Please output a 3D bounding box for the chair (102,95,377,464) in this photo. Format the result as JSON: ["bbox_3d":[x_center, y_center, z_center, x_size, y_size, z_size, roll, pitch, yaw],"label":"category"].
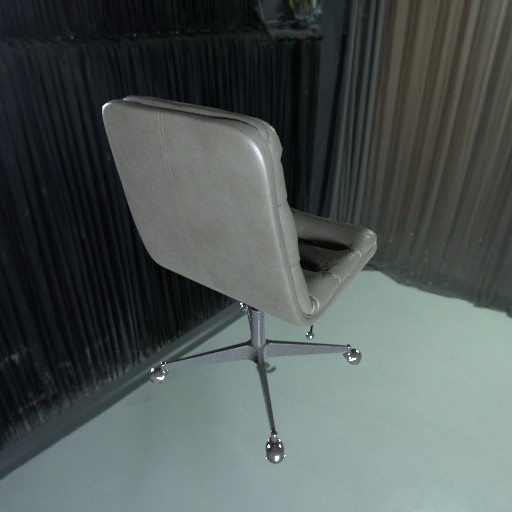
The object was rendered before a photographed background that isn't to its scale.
[{"bbox_3d":[0.000,0.000,1.013,0.422,0.738,0.485,20,36,31],"label":"chair"}]
